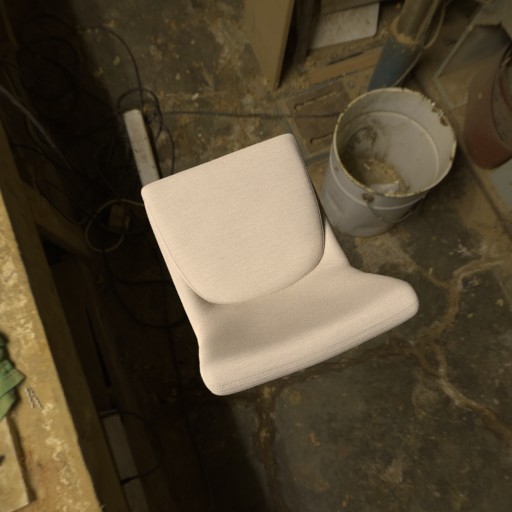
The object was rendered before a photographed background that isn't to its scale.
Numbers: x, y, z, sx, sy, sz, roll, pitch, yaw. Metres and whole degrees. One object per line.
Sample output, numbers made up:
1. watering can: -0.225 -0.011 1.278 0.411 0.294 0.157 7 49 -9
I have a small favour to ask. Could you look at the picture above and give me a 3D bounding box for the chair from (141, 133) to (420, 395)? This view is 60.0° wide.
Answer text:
1. chair: 0.000 0.000 1.281 0.515 0.940 0.638 -21 78 -5
